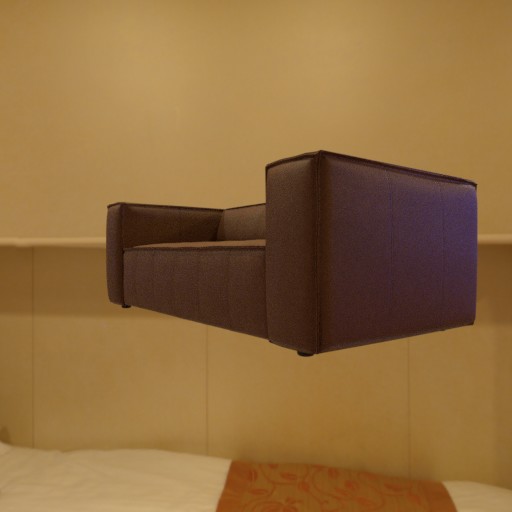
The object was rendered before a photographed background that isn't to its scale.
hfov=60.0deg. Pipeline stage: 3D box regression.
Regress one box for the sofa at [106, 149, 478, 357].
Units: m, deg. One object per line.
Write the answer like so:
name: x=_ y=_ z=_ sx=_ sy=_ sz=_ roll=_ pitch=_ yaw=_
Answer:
sofa: x=0.000 y=0.000 z=2.536 sx=1.102 sy=0.703 sz=2.088 roll=0 pitch=0 yaw=-37
